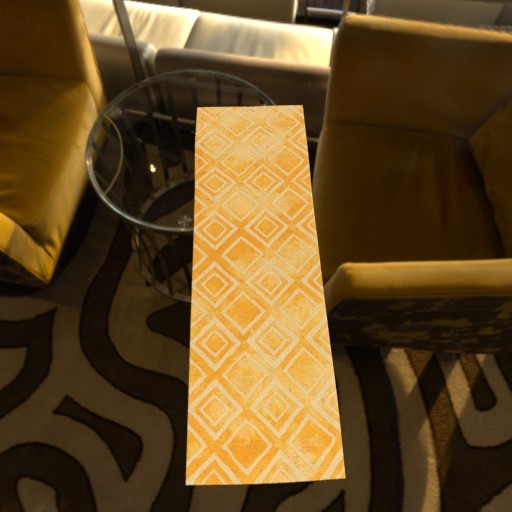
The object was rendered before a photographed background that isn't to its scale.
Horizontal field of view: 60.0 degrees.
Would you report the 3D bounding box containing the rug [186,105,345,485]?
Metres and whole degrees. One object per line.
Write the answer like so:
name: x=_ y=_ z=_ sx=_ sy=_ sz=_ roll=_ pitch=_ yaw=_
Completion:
rug: x=0.000 y=0.000 z=2.665 sx=0.775 sy=0.010 sz=2.438 roll=-2 pitch=63 yaw=-1
